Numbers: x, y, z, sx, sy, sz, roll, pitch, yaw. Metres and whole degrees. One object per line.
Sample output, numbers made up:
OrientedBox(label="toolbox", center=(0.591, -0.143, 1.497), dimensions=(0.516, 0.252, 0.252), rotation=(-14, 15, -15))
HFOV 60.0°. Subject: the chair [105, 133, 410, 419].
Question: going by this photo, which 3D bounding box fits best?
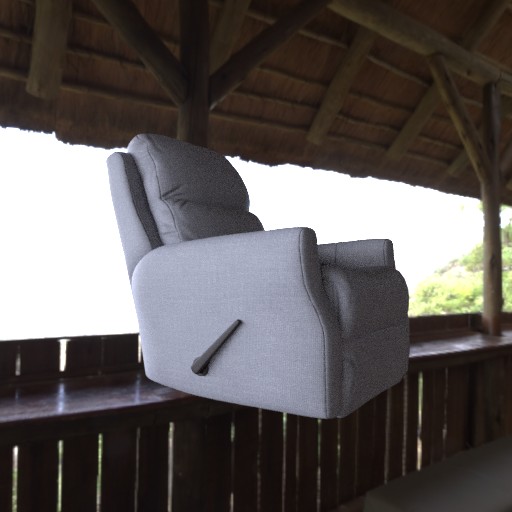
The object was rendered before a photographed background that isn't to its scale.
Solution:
OrientedBox(label="chair", center=(0.000, 0.000, 1.778), dimensions=(1.080, 1.030, 0.829), rotation=(-1, -2, 36))
